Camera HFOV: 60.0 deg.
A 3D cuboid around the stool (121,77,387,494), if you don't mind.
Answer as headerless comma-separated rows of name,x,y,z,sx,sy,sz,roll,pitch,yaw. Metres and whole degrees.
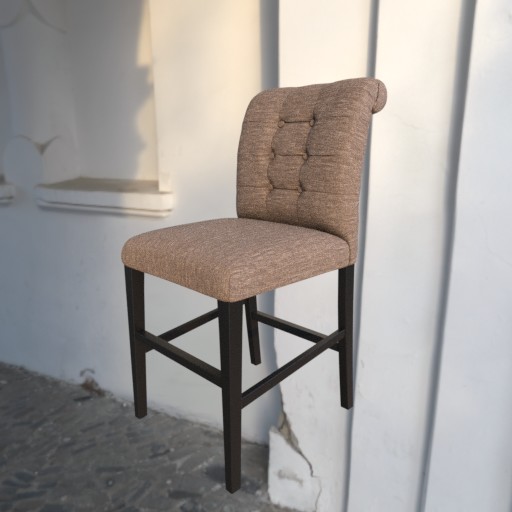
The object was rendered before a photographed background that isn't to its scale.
stool,0.000,0.000,1.268,0.611,0.970,0.457,-13,19,-43
